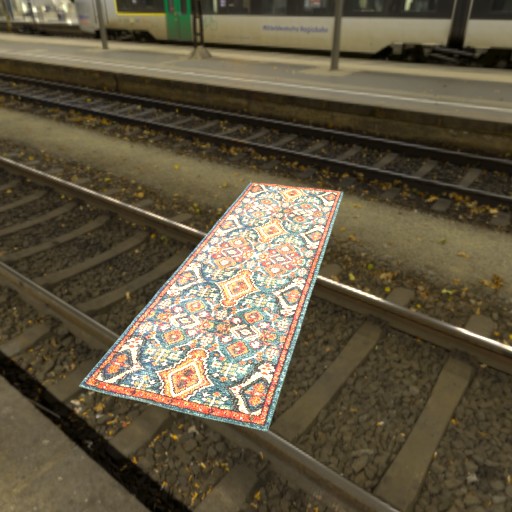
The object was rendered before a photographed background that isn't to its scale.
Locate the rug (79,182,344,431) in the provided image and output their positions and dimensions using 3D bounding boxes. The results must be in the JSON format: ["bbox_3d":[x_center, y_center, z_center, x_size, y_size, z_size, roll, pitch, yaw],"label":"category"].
[{"bbox_3d":[0.000,0.000,2.727,0.801,0.010,2.459,8,31,14],"label":"rug"}]
